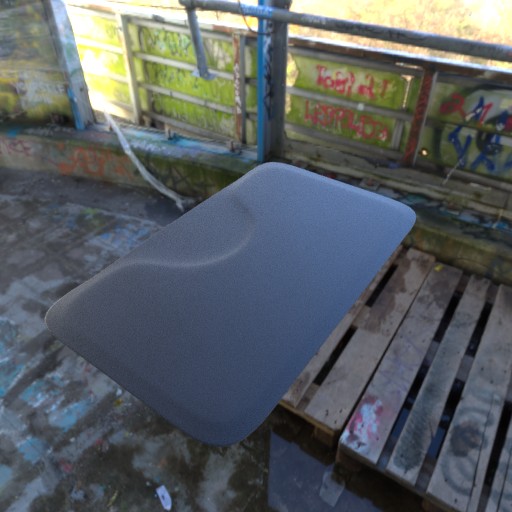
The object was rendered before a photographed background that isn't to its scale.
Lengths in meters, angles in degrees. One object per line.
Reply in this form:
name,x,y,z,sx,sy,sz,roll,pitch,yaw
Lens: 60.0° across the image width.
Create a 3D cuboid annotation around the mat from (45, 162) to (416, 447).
mat,0.000,0.000,1.869,0.918,0.013,1.524,25,46,27
